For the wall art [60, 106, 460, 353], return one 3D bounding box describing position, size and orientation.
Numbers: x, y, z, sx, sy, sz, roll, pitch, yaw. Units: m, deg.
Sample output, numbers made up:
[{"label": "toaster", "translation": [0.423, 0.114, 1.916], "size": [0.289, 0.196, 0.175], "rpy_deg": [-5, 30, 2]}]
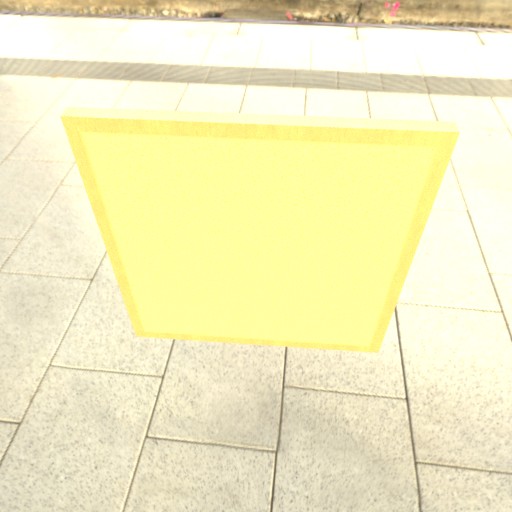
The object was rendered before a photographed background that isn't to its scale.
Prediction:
[{"label": "wall art", "translation": [0.000, 0.000, 2.869], "size": [1.935, 1.936, 0.097], "rpy_deg": [3, 46, 3]}]
